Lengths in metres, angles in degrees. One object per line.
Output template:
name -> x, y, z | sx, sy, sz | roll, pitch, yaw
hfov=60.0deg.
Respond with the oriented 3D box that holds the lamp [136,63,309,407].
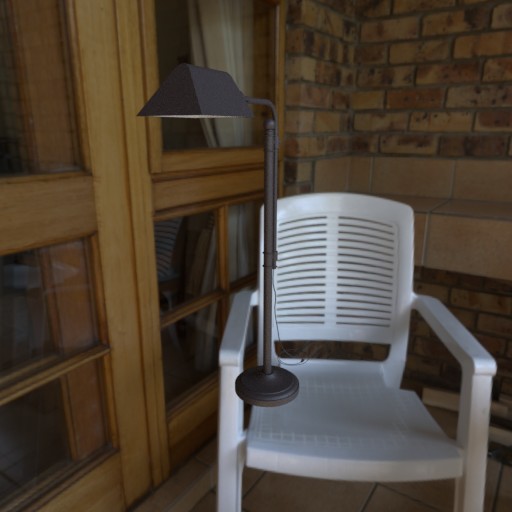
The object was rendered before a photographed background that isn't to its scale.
lamp -> 0.000, 0.000, 0.947 | 0.159, 0.708, 0.545 | 8, 18, 27
